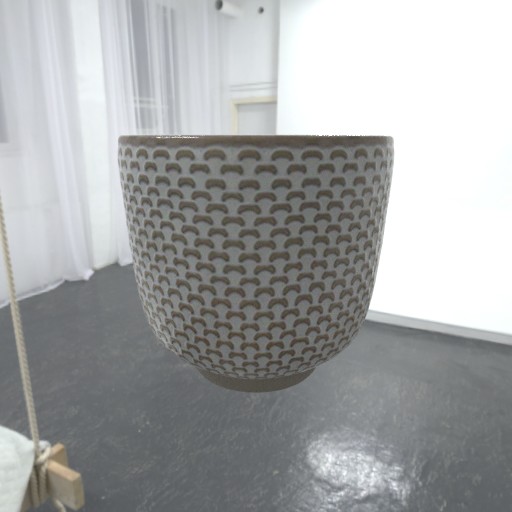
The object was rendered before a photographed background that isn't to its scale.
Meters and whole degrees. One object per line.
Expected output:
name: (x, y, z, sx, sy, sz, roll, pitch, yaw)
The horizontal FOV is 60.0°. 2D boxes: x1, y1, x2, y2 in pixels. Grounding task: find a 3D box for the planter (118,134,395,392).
planter: (0.000, 0.000, 0.246, 0.139, 0.130, 0.139, 0, 15, 0)
